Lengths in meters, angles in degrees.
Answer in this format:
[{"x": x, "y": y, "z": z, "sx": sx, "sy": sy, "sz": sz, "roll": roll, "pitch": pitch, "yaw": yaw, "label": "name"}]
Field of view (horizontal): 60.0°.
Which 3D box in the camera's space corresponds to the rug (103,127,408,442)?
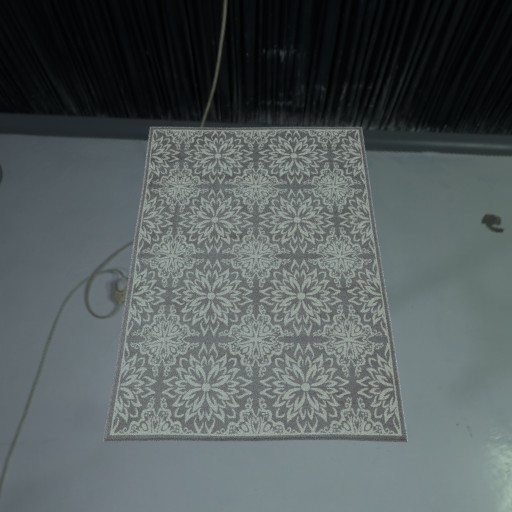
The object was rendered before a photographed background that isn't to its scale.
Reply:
[{"x": 0.000, "y": 0.000, "z": 2.848, "sx": 1.608, "sy": 0.014, "sz": 2.213, "roll": 0, "pitch": 62, "yaw": 0, "label": "rug"}]
